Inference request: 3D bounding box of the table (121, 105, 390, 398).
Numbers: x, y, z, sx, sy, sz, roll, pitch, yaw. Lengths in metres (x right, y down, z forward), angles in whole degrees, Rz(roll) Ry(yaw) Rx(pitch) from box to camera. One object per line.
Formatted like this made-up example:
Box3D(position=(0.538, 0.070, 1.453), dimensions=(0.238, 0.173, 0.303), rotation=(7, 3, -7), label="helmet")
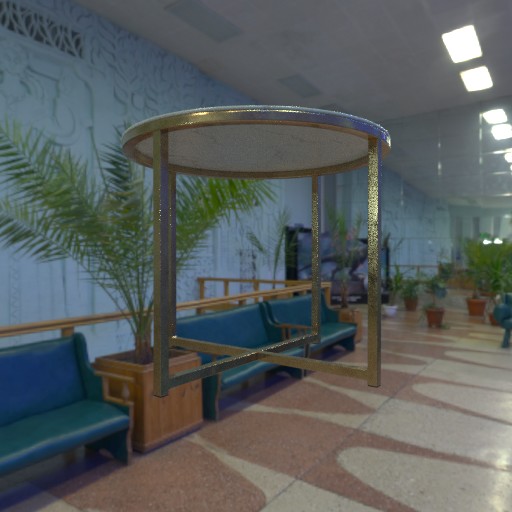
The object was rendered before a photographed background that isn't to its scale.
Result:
Box3D(position=(0.000, 0.000, 0.863), dimensions=(0.500, 0.420, 0.500), rotation=(0, 1, 0), label="table")
